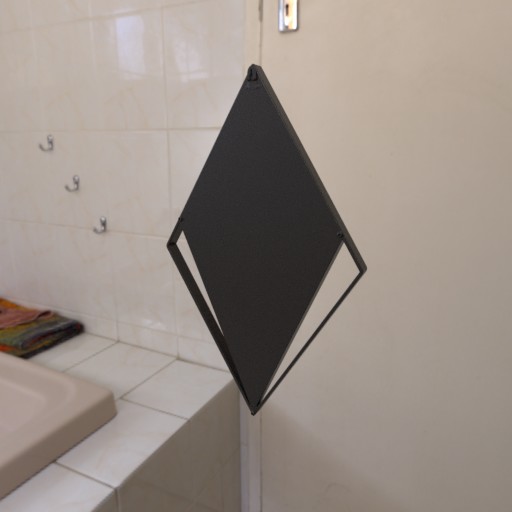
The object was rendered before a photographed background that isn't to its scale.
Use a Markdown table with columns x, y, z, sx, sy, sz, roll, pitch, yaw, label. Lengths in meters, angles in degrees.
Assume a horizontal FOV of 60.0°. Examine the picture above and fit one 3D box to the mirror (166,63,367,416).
| x | y | z | sx | sy | sz | roll | pitch | yaw | label |
| --- | --- | --- | --- | --- | --- | --- | --- | --- | --- |
| 0.000 | 0.000 | 0.845 | 0.419 | 0.679 | 0.032 | 8 | 16 | 28 | mirror |
